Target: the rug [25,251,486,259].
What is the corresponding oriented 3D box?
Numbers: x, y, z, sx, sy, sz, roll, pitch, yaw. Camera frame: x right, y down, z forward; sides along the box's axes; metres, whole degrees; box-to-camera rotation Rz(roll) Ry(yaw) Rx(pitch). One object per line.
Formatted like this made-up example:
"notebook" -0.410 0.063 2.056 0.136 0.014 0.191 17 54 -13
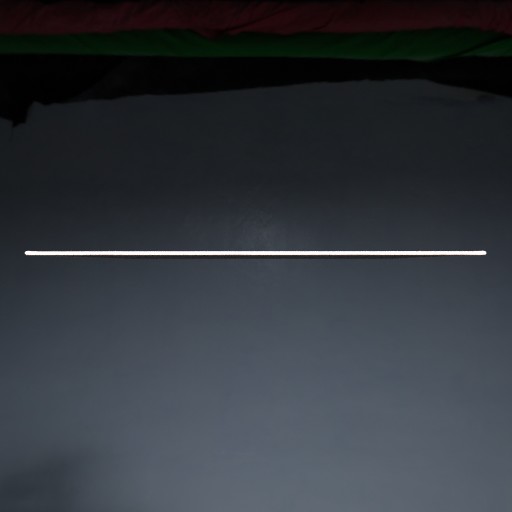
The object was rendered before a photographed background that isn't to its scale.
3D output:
"rug" 0.000 0.000 2.358 1.840 0.015 1.225 0 -1 1
